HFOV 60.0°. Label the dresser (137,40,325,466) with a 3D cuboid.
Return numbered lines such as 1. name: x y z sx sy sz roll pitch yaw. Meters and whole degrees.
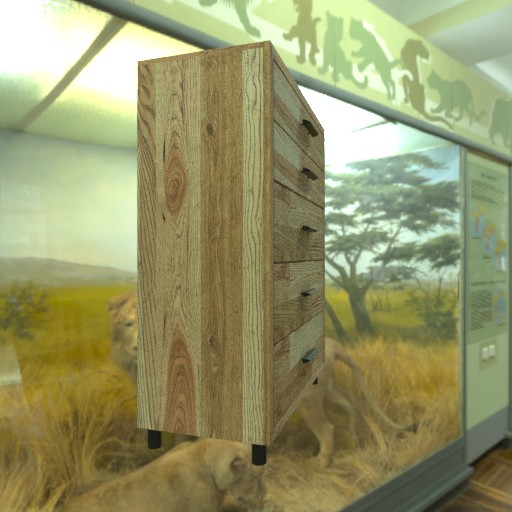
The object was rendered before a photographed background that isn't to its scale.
1. dresser: 0.000 0.000 1.795 0.480 1.243 0.966 0 0 18
